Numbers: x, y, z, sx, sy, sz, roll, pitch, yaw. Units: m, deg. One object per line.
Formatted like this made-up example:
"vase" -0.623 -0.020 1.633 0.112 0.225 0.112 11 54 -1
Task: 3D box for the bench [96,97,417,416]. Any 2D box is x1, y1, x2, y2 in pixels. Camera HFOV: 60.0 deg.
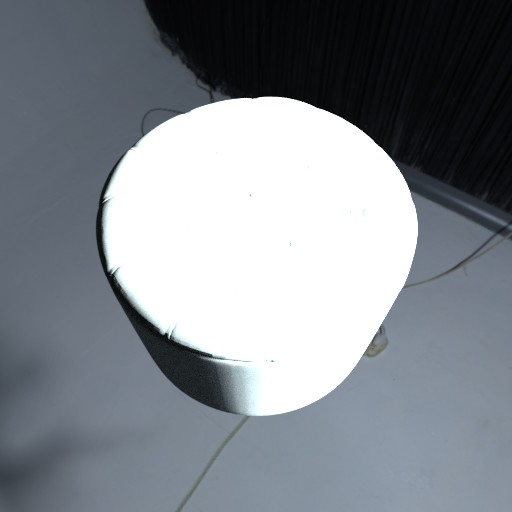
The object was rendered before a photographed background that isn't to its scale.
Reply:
"bench" 0.000 0.000 0.984 0.600 0.453 0.600 0 58 0
